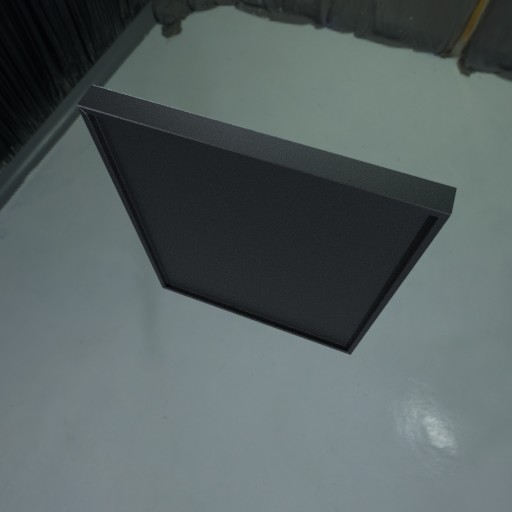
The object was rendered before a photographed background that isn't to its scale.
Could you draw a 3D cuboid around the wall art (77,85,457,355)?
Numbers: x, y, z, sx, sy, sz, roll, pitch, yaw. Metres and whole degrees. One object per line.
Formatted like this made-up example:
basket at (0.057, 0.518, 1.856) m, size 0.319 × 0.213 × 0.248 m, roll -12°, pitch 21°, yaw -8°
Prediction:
wall art at (0.000, 0.000, 0.753) m, size 0.449 × 0.555 × 0.039 m, roll 18°, pitch 64°, yaw 9°
